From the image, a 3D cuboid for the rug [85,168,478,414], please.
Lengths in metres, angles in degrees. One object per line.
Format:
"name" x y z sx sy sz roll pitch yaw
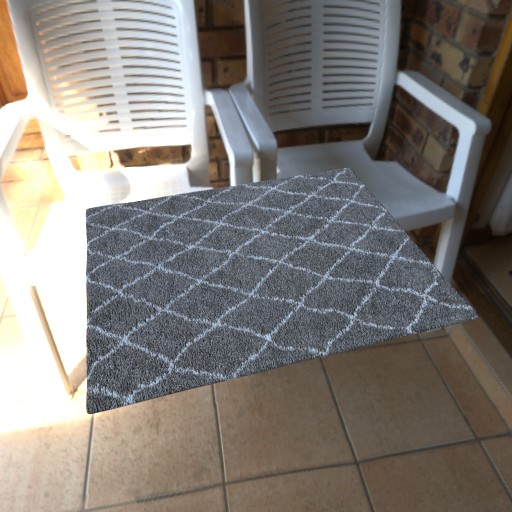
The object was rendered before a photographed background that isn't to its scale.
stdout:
"rug" 0.000 0.000 4.126 3.047 0.029 2.438 -11 43 -12
